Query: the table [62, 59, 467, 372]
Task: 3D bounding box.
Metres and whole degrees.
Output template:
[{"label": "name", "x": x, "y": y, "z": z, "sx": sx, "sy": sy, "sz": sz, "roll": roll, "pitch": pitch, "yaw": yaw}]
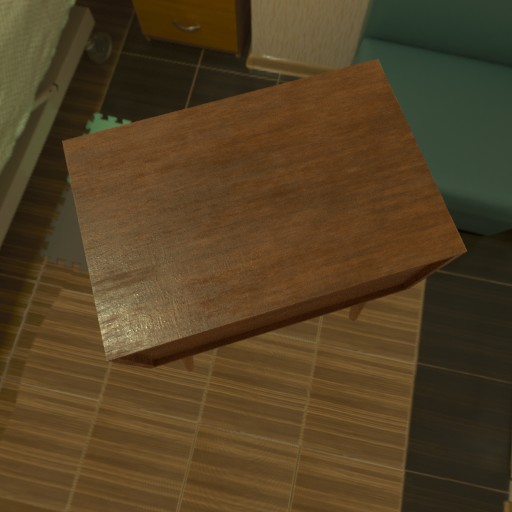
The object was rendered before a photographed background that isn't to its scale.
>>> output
[{"label": "table", "x": 0.000, "y": 0.000, "z": 0.851, "sx": 0.454, "sy": 0.580, "sz": 0.307, "roll": -16, "pitch": 74, "yaw": -5}]
